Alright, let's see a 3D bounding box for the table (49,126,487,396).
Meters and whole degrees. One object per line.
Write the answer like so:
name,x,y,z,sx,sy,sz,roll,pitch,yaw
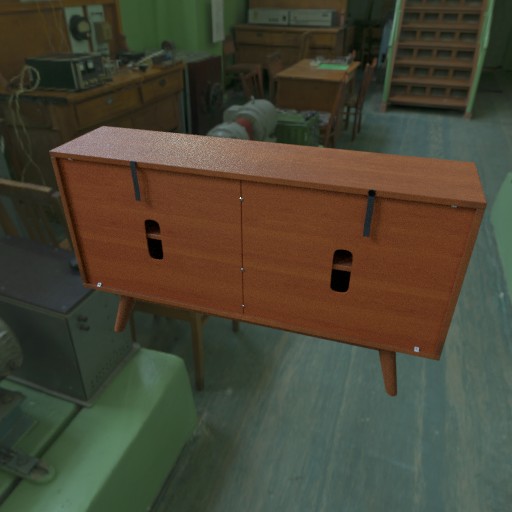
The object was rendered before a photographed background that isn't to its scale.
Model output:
table,0.000,0.000,1.489,1.220,0.698,0.308,10,33,15
